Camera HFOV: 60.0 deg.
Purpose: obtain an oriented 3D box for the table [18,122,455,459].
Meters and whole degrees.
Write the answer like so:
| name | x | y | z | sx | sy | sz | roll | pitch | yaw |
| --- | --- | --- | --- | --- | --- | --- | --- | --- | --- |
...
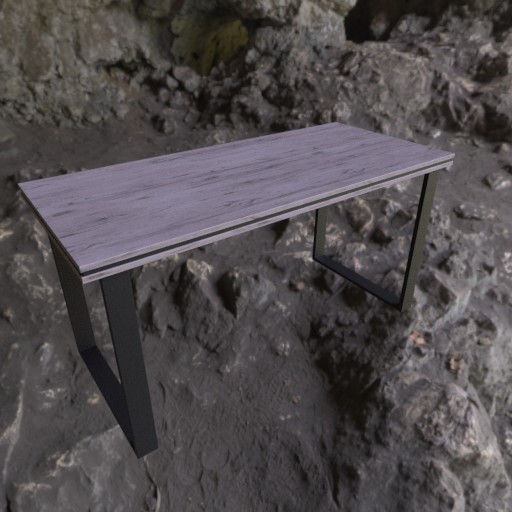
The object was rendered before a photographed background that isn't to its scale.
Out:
| name | x | y | z | sx | sy | sz | roll | pitch | yaw |
| --- | --- | --- | --- | --- | --- | --- | --- | --- | --- |
| table | 0.000 | 0.000 | 2.170 | 1.778 | 0.899 | 0.795 | -20 | 35 | -31 |
